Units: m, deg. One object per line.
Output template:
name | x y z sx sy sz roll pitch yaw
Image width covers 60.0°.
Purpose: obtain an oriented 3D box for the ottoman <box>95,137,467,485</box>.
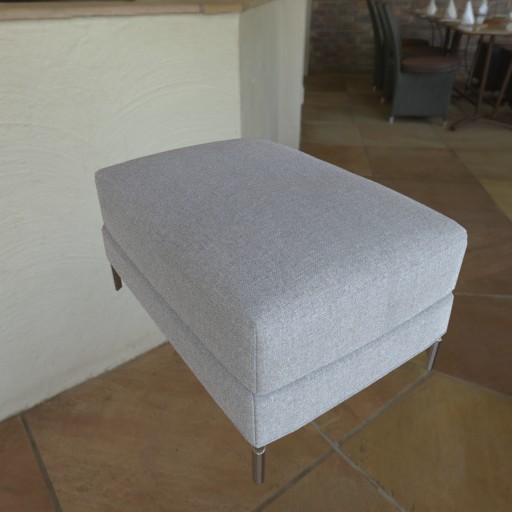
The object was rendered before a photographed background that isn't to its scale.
ottoman | 0.000 0.000 1.165 0.584 0.457 0.838 -20 37 -29
